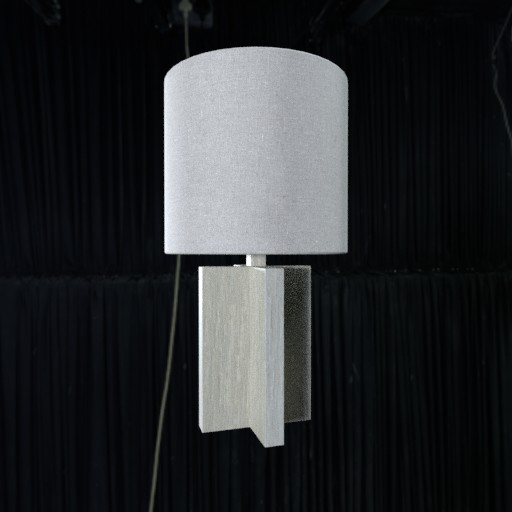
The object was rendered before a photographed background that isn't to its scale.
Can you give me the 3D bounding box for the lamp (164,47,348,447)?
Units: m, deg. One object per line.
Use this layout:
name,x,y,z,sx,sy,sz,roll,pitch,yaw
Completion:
lamp,0.000,0.000,0.566,0.229,0.428,0.229,0,1,-17
